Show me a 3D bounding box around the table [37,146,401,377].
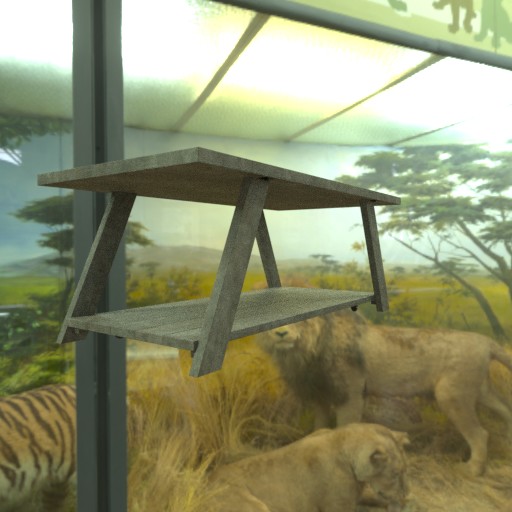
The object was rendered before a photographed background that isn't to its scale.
[{"bbox_3d":[0.000,0.000,1.546,0.610,0.470,1.219,1,2,36],"label":"table"}]
